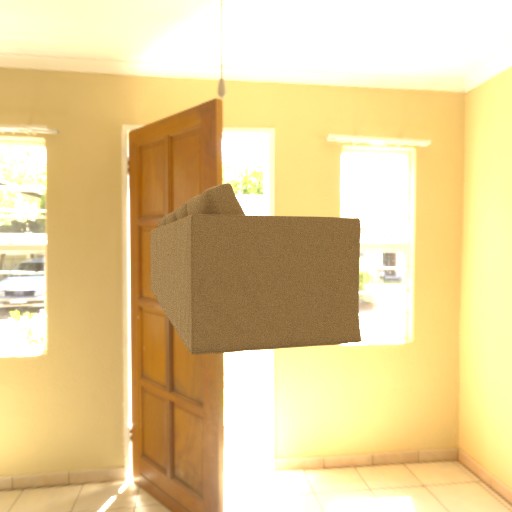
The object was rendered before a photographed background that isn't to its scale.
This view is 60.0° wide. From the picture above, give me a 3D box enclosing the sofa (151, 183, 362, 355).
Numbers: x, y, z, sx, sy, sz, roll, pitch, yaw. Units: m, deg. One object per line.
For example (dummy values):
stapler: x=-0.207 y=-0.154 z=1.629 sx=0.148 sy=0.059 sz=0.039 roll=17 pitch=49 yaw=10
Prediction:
sofa: x=0.000 y=0.000 z=3.885 sx=1.622 sy=0.867 sz=3.177 roll=-1 pitch=2 yaw=-17
